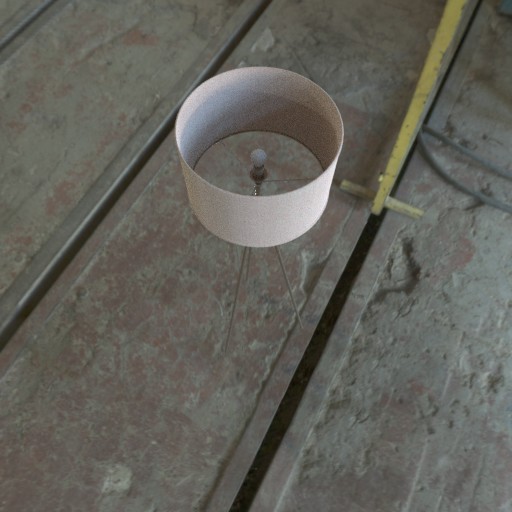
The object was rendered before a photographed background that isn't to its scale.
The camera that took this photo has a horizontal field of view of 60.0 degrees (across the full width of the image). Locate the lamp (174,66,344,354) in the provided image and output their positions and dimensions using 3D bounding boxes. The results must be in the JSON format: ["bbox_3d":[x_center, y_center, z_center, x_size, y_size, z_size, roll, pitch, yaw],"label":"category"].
[{"bbox_3d":[0.000,0.000,1.774,0.449,1.545,0.460,-16,65,-8],"label":"lamp"}]
